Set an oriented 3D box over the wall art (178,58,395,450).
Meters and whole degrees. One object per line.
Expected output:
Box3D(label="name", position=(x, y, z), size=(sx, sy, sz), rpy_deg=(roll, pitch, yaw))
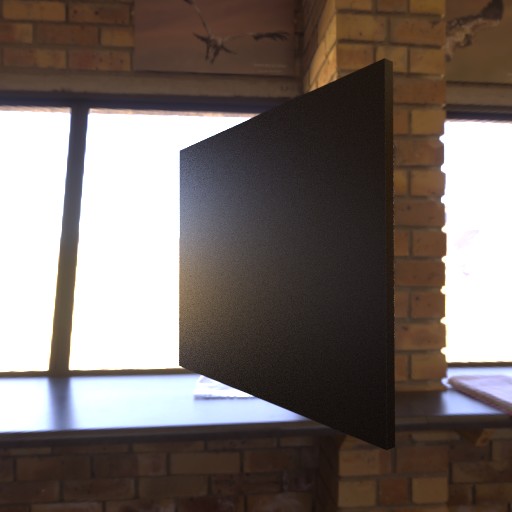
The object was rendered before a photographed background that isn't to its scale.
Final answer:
Box3D(label="wall art", position=(0.000, 0.000, 0.531), size=(0.012, 0.332, 0.383), rpy_deg=(1, -1, -37))
